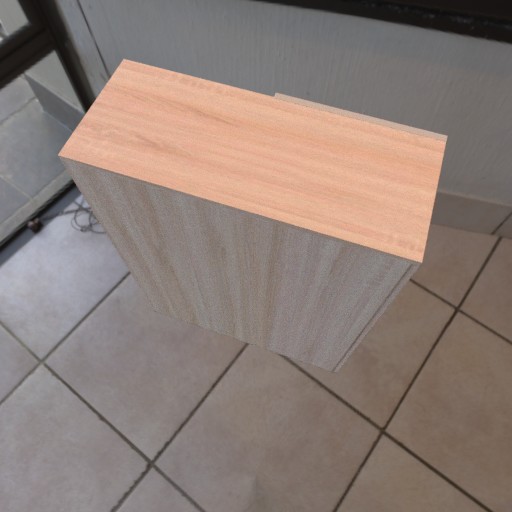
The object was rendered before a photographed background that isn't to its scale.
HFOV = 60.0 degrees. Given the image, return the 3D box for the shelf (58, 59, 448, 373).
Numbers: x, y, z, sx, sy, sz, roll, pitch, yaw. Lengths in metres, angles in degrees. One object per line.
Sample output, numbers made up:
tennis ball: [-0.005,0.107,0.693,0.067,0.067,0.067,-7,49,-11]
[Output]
shelf: [0.000,0.000,1.855,0.995,1.405,0.434,17,65,8]
